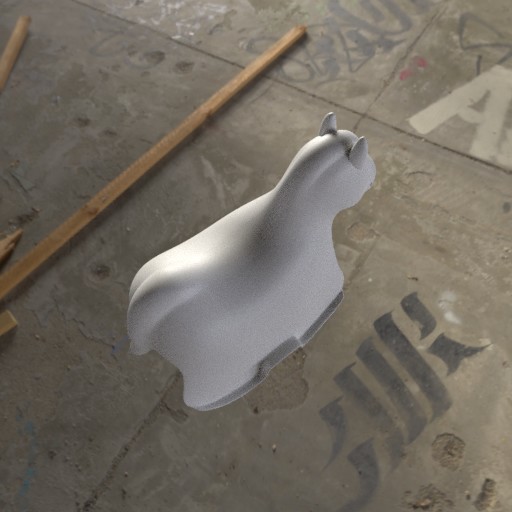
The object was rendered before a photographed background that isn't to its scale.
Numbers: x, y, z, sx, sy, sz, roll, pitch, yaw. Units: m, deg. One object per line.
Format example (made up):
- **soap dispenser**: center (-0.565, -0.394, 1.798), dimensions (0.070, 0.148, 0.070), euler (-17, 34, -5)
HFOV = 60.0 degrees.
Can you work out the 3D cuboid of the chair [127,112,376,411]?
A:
- **chair**: center (0.000, 0.000, 1.191), dimensions (0.800, 0.612, 0.429), euler (-34, 65, -19)
